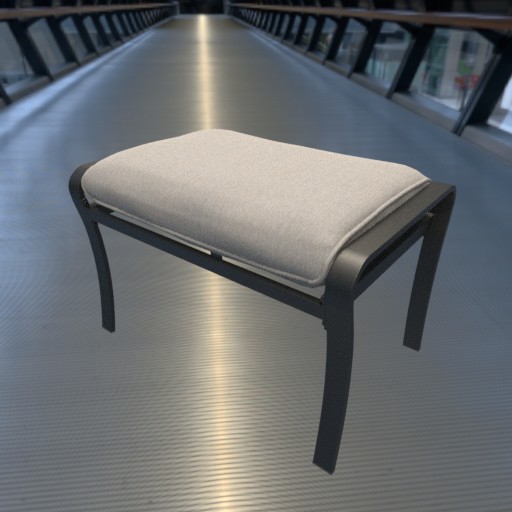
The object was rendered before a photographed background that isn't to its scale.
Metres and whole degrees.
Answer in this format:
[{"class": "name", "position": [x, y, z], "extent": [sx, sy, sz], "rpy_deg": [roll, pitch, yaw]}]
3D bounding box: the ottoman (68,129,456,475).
[{"class": "ottoman", "position": [0.000, 0.000, 0.899], "extent": [0.610, 0.422, 0.406], "rpy_deg": [21, 35, 33]}]
